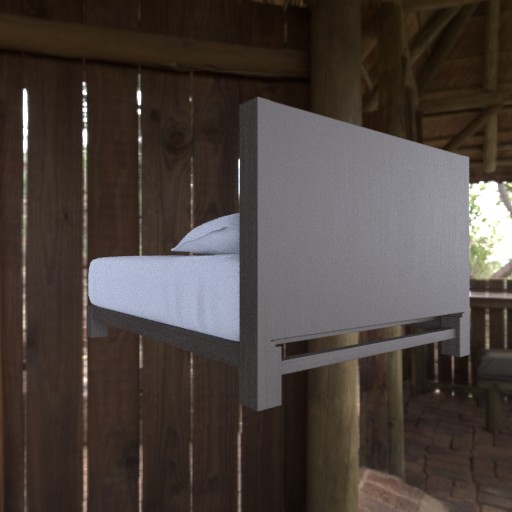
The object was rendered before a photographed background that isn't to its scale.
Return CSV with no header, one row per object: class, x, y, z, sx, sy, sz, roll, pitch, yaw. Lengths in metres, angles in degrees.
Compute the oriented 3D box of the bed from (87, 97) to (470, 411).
bed,0.000,0.000,3.199,1.727,1.270,2.242,0,0,-38
